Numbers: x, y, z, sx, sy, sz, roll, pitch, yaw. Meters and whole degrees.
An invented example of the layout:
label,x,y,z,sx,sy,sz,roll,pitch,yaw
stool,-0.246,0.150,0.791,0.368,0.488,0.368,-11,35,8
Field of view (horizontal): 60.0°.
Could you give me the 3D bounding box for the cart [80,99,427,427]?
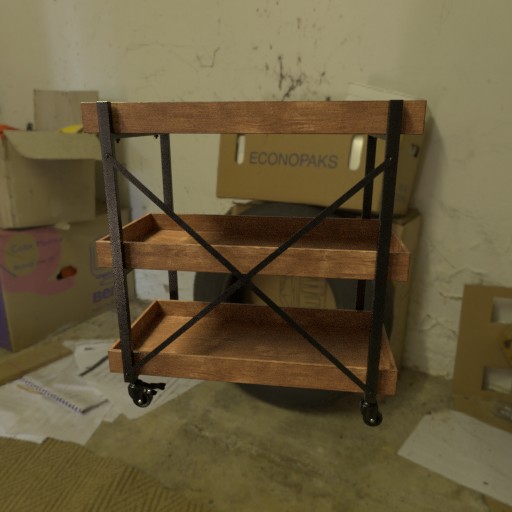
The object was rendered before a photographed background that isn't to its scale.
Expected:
label,x,y,z,sx,sy,sz,roll,pitch,yaw
cart,0.000,0.000,1.232,0.750,0.800,0.411,2,17,8
